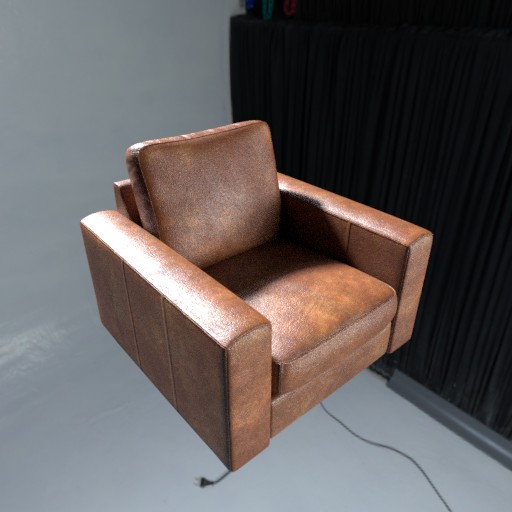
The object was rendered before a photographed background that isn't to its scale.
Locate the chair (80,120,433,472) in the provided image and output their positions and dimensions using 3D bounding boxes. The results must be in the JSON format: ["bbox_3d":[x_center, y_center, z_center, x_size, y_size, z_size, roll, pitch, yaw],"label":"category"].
[{"bbox_3d":[0.000,0.000,1.773,1.005,0.873,1.016,-23,37,-34],"label":"chair"}]
